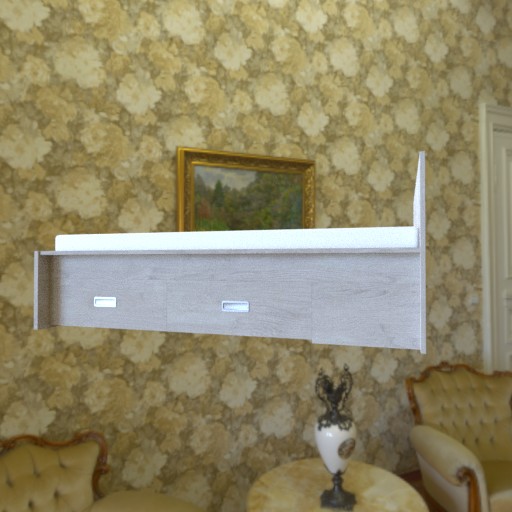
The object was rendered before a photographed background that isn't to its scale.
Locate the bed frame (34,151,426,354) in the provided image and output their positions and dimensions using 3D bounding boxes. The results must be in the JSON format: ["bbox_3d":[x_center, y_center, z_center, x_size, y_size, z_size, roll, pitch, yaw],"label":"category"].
[{"bbox_3d":[0.000,0.000,2.829,1.960,0.800,1.622,0,-1,19],"label":"bed frame"}]
